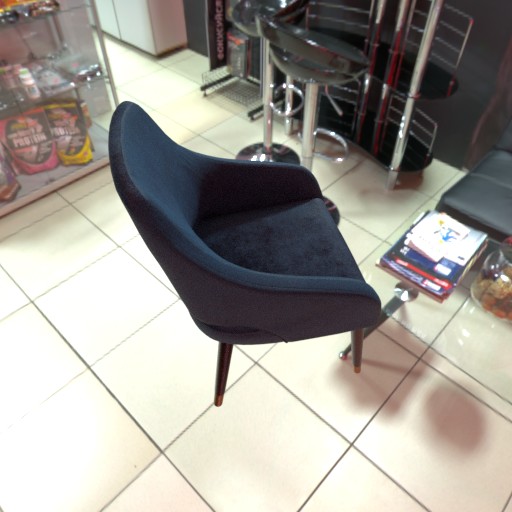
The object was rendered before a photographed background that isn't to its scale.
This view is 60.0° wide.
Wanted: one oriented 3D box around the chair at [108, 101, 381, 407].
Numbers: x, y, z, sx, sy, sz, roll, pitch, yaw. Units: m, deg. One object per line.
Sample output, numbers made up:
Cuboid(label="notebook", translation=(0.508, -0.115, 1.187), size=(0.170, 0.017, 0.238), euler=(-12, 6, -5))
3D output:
Cuboid(label="chair", translation=(0.000, 0.000, 1.606), size=(0.794, 1.081, 0.683), euler=(-10, 48, -9))
